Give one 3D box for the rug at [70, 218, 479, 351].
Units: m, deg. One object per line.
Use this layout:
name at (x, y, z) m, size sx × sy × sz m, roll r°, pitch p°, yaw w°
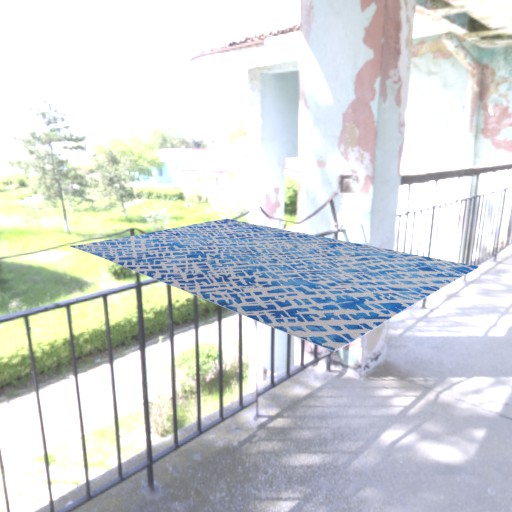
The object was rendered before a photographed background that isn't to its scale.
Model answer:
rug at (0.000, 0.000, 2.341) m, size 1.830 × 0.011 × 1.209 m, roll 14°, pitch 21°, yaw 43°
